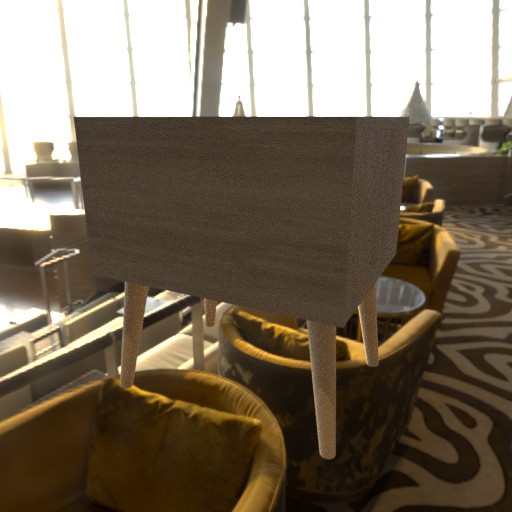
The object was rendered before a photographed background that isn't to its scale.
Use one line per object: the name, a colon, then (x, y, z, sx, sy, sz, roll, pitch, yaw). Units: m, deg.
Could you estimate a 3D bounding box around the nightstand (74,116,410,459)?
nightstand: (0.000, 0.000, 0.835, 0.450, 0.500, 0.380, 9, 19, 26)
